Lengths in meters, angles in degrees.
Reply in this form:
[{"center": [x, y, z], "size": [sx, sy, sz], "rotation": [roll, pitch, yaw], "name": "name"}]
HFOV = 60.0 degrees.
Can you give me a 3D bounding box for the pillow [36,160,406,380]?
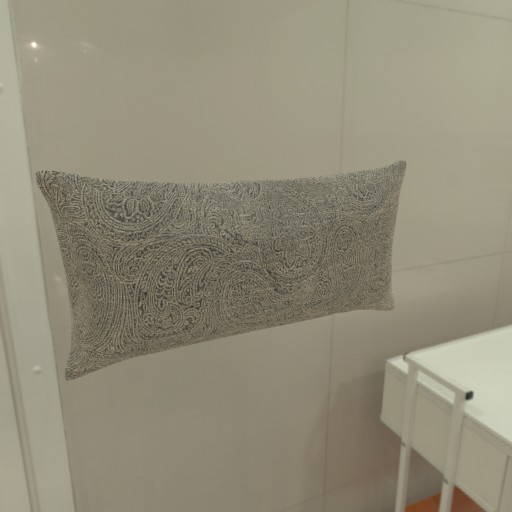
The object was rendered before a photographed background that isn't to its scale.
[{"center": [0.000, 0.000, 0.723], "size": [0.615, 0.295, 0.151], "rotation": [-7, 17, -25], "name": "pillow"}]
